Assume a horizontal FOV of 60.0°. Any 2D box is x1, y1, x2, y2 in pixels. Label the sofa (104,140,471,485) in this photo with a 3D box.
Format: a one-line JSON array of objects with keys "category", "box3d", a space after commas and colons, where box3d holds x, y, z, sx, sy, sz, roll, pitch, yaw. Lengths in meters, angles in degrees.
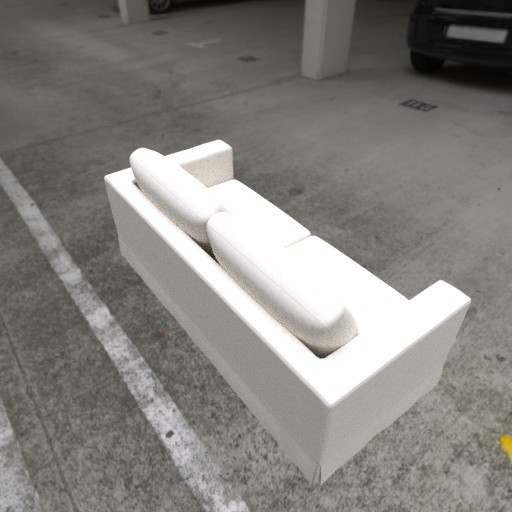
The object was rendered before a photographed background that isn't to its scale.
[{"category": "sofa", "box3d": [0.000, 0.000, 2.638, 0.954, 0.881, 2.163, -26, 46, -28]}]
